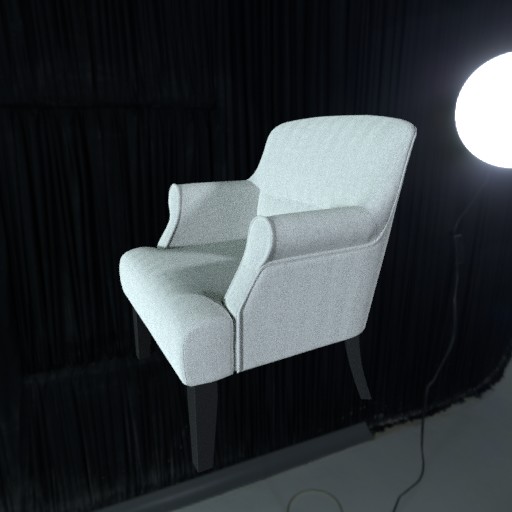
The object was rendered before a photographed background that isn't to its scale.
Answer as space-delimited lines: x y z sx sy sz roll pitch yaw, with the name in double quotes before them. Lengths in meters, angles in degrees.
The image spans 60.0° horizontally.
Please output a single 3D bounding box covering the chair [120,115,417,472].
"chair" 0.000 0.000 1.437 0.750 0.875 0.781 -8 18 -26
